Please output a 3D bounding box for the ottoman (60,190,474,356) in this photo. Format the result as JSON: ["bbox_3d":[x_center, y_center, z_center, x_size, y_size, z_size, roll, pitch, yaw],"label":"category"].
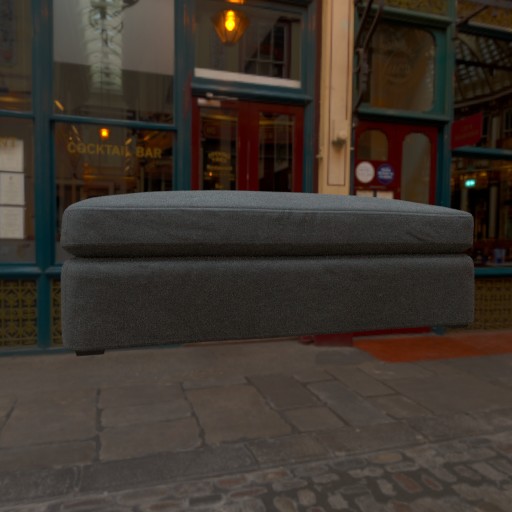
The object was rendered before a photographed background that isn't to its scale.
[{"bbox_3d":[0.000,0.000,1.562,1.199,0.429,0.840,-1,2,-17],"label":"ottoman"}]
